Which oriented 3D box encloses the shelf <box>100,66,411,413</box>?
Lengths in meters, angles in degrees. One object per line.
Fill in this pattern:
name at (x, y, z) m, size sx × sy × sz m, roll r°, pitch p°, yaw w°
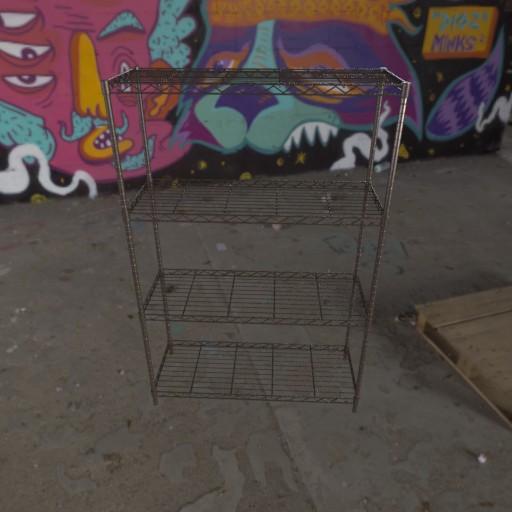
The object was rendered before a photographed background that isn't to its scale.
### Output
shelf at (0.000, 0.000, 1.772) m, size 0.907 × 1.361 × 0.352 m, roll 1°, pitch 30°, yaw 2°
